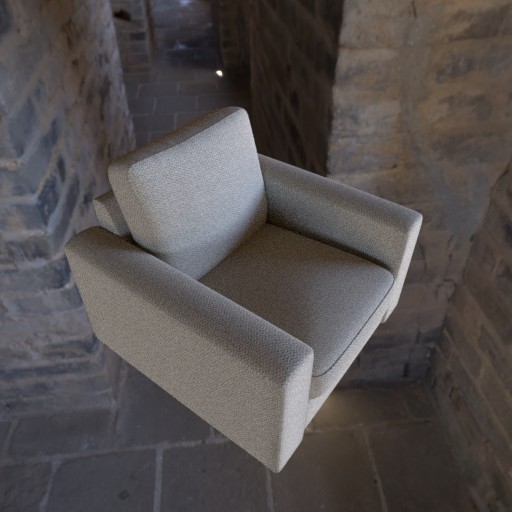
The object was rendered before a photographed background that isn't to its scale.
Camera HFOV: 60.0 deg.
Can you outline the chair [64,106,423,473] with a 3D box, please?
[{"bbox_3d":[0.000,0.000,1.758,1.016,0.873,1.005,26,47,27],"label":"chair"}]
